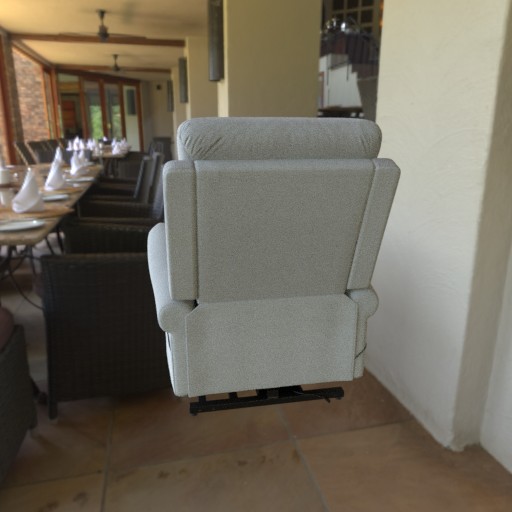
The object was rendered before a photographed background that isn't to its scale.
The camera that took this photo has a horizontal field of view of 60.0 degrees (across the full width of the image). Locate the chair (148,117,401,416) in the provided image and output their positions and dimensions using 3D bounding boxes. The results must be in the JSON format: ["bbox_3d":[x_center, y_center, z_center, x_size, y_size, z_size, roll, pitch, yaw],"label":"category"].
[{"bbox_3d":[0.000,0.000,1.772,0.871,1.031,0.979,-3,16,-10],"label":"chair"}]
